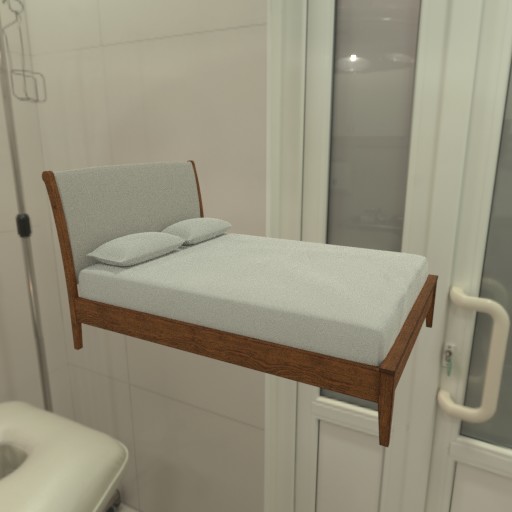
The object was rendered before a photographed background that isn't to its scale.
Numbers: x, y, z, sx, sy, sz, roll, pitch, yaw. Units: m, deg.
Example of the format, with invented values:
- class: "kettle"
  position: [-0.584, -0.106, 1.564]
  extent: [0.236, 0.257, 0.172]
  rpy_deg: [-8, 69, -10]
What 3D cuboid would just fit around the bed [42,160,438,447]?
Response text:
- class: "bed"
  position: [0.000, 0.000, 2.907]
  extent: [2.108, 1.135, 1.502]
  rpy_deg: [8, 17, 27]
